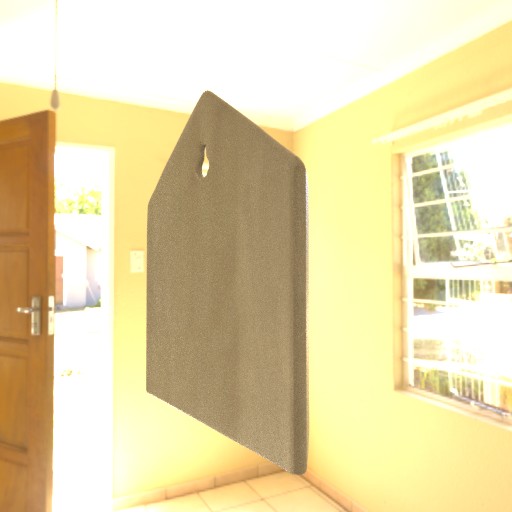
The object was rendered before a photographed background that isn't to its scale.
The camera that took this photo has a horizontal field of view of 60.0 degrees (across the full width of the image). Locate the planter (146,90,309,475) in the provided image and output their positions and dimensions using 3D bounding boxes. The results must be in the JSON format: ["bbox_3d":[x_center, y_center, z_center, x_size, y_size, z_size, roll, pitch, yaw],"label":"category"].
[{"bbox_3d":[0.000,0.000,0.280,0.080,0.194,0.163,1,-2,-37],"label":"planter"}]
